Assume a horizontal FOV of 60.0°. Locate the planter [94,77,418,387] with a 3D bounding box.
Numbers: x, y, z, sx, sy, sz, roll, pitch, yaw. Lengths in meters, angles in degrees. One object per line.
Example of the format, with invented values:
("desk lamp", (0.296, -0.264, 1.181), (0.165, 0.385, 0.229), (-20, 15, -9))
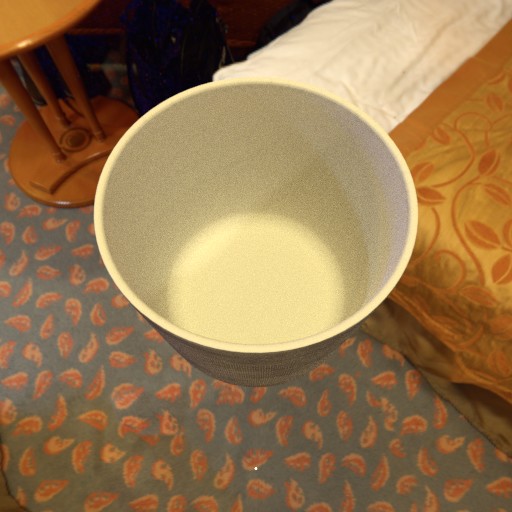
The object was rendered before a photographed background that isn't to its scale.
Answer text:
("planter", (0.000, 0.000, 0.785), (0.440, 0.398, 0.440), (0, 64, 0))
